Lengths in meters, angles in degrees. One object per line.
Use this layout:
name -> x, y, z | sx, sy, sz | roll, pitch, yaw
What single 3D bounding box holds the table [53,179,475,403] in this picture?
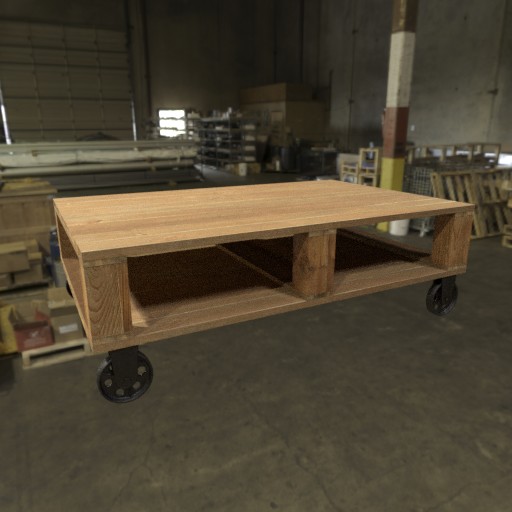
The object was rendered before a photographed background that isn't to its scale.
table -> 0.000, 0.000, 1.672 | 1.299, 0.413, 0.827 | -9, 19, -26
